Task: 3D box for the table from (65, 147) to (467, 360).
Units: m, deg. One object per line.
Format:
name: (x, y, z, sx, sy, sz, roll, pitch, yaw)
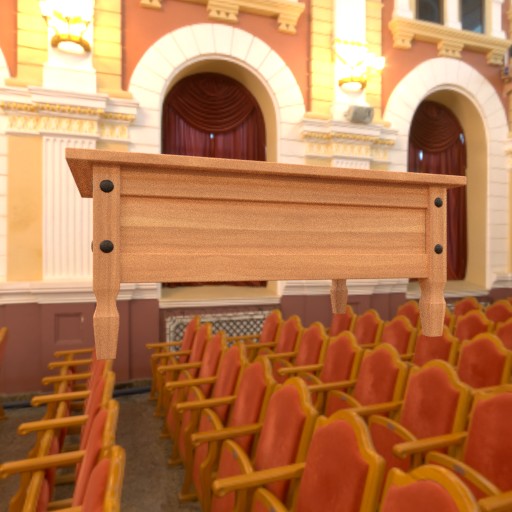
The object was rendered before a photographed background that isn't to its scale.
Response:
table: (0.000, 0.000, 1.320, 1.000, 0.437, 0.600, 0, 0, -19)
